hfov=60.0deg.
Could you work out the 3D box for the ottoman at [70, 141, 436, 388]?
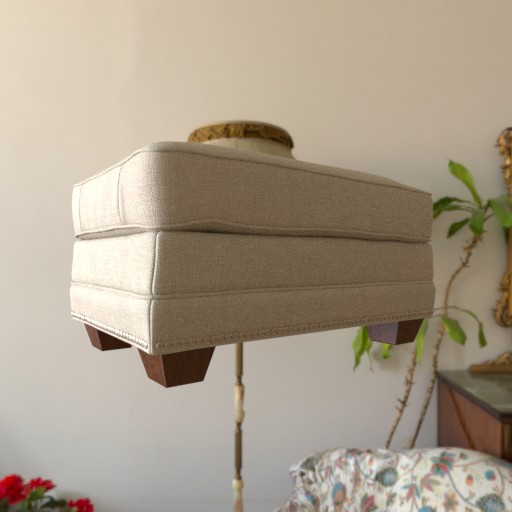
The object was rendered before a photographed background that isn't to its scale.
[{"bbox_3d":[0.000,0.000,1.151,0.813,0.458,0.559,0,0,-36],"label":"ottoman"}]
